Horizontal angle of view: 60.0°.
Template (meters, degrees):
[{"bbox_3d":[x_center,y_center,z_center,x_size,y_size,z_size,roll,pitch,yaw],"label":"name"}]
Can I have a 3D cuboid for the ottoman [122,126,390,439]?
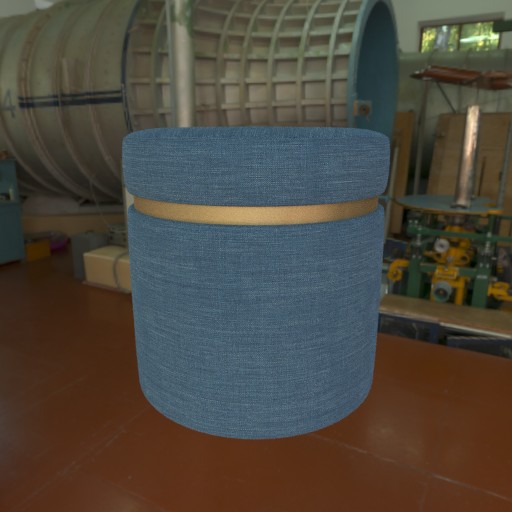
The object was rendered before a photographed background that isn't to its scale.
[{"bbox_3d":[0.000,0.000,0.724,0.398,0.406,0.398,0,15,0],"label":"ottoman"}]
